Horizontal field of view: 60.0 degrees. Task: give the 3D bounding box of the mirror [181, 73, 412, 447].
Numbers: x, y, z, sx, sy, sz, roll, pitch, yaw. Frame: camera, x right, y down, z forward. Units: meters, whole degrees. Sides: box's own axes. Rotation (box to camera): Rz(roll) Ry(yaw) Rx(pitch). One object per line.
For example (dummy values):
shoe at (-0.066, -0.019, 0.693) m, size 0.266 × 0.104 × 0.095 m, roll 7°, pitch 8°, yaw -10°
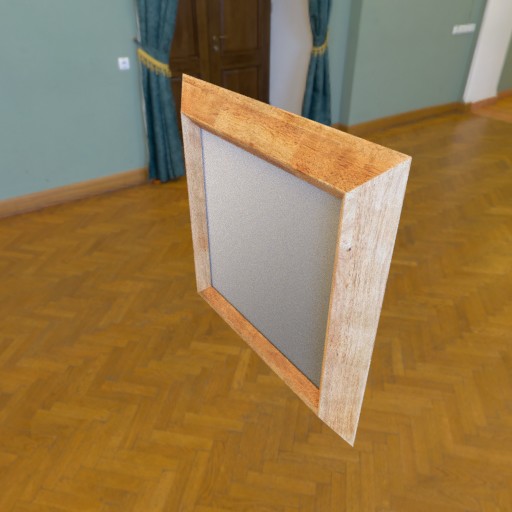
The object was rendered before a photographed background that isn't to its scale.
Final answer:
mirror at (0.000, 0.000, 0.981) m, size 0.047 × 0.651 × 0.651 m, roll -22°, pitch 39°, yaw -29°
